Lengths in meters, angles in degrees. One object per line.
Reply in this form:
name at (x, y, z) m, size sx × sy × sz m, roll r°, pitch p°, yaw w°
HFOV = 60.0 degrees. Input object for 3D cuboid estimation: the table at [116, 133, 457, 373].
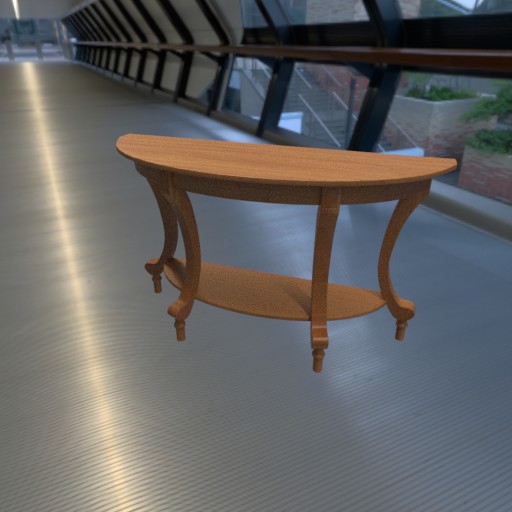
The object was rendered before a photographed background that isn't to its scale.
table at (0.000, 0.000, 1.559) m, size 1.198 × 0.692 × 0.394 m, roll 9°, pitch 28°, yaw 17°
